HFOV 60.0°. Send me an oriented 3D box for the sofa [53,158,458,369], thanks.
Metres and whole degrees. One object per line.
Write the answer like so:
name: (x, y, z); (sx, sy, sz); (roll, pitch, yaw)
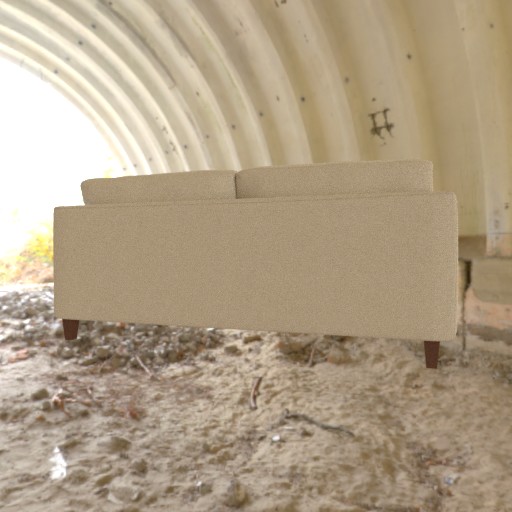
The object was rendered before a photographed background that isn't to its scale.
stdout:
sofa: (0.000, 0.000, 2.474); (1.981, 0.889, 0.965); (0, 1, 19)
